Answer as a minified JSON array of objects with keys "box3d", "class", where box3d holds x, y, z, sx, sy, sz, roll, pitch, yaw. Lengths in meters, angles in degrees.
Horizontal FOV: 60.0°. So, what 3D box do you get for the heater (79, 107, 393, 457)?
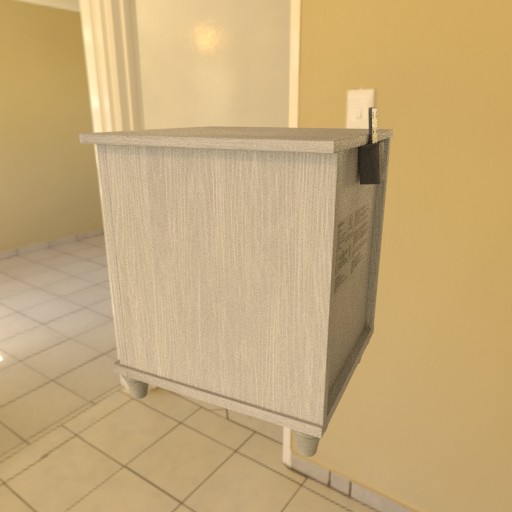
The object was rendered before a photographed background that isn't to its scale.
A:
[{"box3d":[0.000,0.000,0.758,0.400,0.481,0.362,9,20,24],"class":"heater"}]
